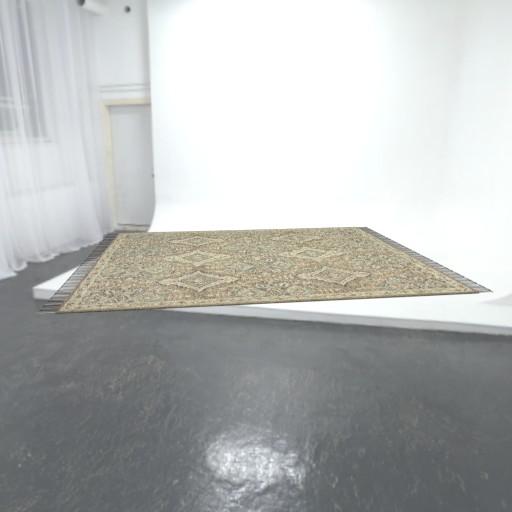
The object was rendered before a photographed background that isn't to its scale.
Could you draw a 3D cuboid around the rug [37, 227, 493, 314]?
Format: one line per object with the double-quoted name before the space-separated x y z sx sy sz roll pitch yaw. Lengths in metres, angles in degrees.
"rug" 0.000 0.000 4.090 3.056 0.010 2.437 -2 15 -7
